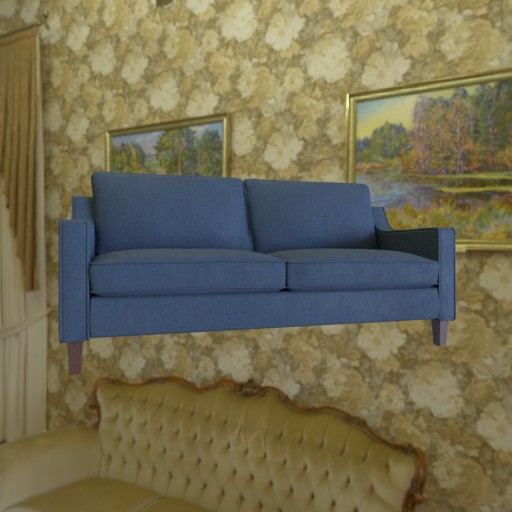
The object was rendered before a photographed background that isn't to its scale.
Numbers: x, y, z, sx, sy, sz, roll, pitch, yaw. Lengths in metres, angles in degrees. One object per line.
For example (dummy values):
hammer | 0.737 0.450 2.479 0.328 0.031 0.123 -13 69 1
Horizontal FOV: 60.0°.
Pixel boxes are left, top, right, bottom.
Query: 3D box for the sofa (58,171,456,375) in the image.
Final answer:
sofa | 0.000 0.000 2.785 2.178 1.071 1.066 0 1 -18
